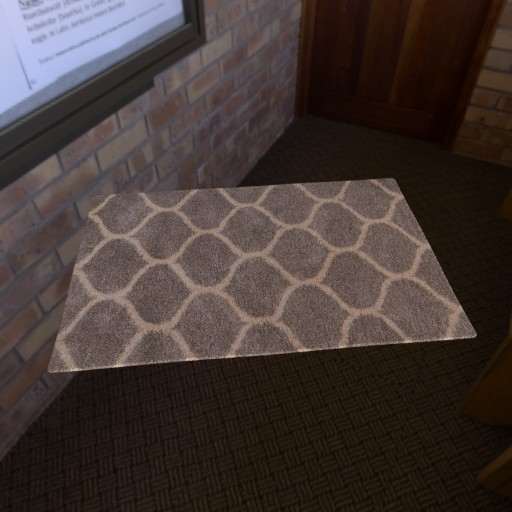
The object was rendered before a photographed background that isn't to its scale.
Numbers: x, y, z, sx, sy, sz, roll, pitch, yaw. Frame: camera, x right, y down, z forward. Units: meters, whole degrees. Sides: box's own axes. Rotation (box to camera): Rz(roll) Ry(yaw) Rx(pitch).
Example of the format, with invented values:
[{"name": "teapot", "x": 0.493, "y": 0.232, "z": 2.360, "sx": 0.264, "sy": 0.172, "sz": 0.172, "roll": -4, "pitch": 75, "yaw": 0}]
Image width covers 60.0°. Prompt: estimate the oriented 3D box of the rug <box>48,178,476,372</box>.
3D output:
[{"name": "rug", "x": 0.000, "y": 0.000, "z": 2.927, "sx": 2.348, "sy": 0.025, "sz": 1.501, "roll": -4, "pitch": 46, "yaw": -4}]
